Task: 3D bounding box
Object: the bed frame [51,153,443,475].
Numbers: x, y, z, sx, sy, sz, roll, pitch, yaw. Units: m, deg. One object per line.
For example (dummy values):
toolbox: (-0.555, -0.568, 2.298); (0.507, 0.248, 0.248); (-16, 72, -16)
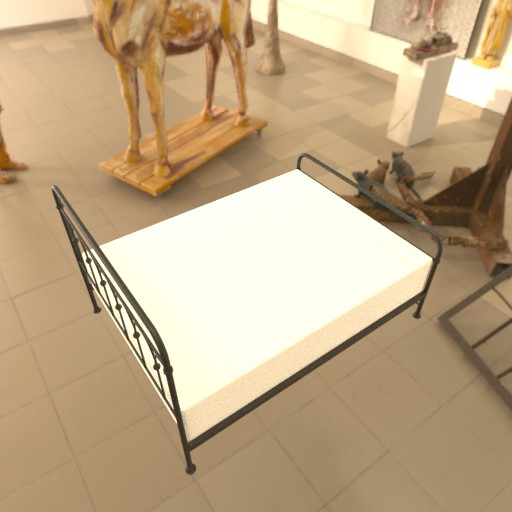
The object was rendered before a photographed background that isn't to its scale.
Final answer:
bed frame: (0.000, 0.000, 3.272); (2.203, 1.276, 1.664); (-25, 48, -26)
